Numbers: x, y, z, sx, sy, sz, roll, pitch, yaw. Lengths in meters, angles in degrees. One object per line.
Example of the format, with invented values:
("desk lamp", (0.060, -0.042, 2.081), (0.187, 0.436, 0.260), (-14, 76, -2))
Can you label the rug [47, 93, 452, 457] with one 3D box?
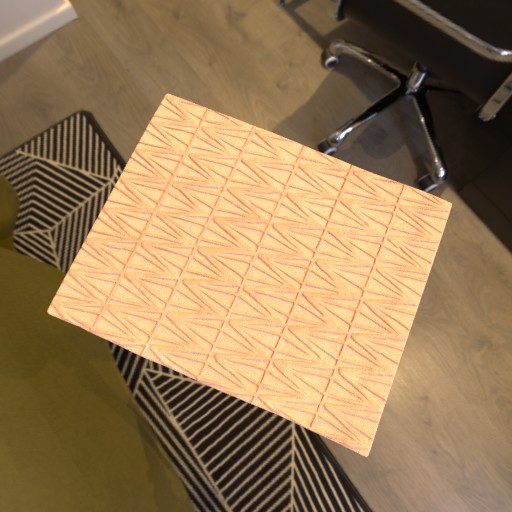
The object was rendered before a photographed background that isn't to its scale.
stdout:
("rug", (0.000, 0.000, 4.096), (3.052, 0.043, 2.453), (23, 77, 6))
